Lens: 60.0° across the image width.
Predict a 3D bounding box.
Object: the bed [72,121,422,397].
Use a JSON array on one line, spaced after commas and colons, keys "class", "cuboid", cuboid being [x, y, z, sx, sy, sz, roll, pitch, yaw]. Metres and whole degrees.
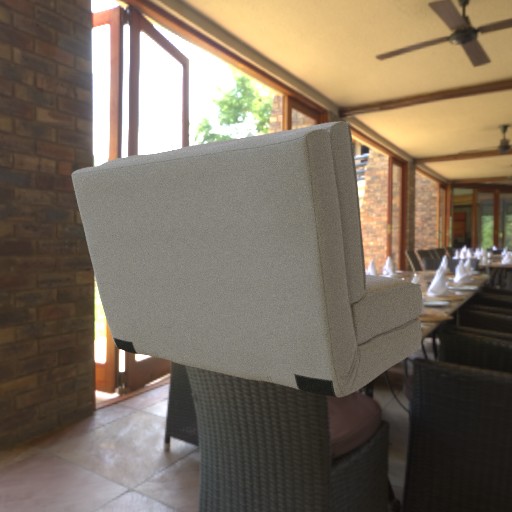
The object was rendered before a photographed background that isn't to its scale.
[{"class": "bed", "cuboid": [0.000, 0.000, 1.335, 0.799, 0.614, 0.749, 1, 2, 36]}]
